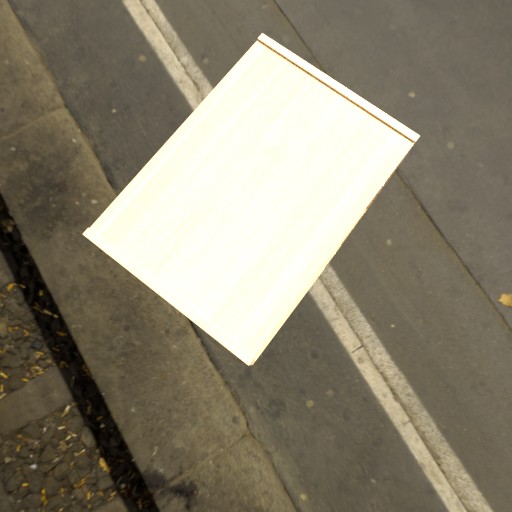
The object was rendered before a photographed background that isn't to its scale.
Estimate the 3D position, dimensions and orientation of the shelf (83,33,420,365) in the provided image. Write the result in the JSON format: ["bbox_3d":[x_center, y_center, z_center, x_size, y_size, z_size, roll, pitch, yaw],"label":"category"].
[{"bbox_3d":[0.000,0.000,1.061,0.292,0.876,0.417,37,79,8],"label":"shelf"}]
